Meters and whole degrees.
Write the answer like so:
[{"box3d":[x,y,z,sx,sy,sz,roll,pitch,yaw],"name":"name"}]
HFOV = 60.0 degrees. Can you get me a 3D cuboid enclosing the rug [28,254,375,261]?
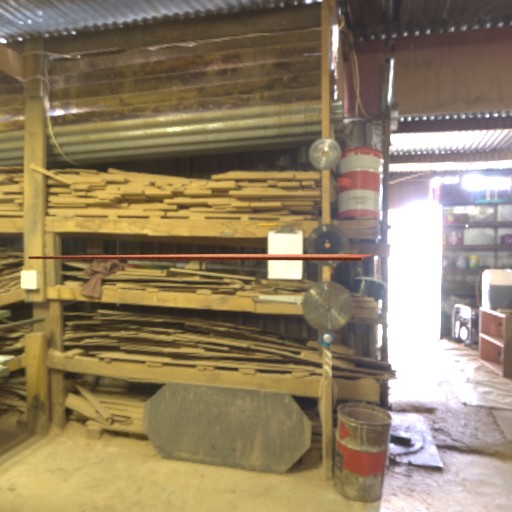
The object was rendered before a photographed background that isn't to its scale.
[{"box3d":[0.000,0.000,3.033,1.524,0.014,2.438,0,0,16],"name":"rug"}]
